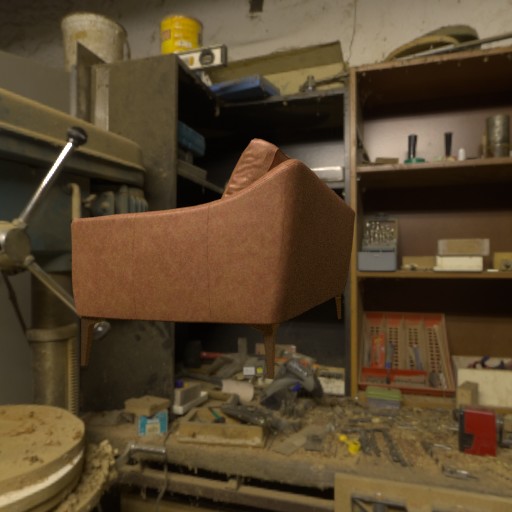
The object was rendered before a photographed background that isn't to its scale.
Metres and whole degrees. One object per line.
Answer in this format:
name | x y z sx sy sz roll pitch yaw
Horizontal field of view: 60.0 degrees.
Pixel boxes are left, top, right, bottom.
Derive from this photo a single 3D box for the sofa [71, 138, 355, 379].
sofa | 0.000 0.000 2.652 0.981 0.945 2.036 0 -1 19
